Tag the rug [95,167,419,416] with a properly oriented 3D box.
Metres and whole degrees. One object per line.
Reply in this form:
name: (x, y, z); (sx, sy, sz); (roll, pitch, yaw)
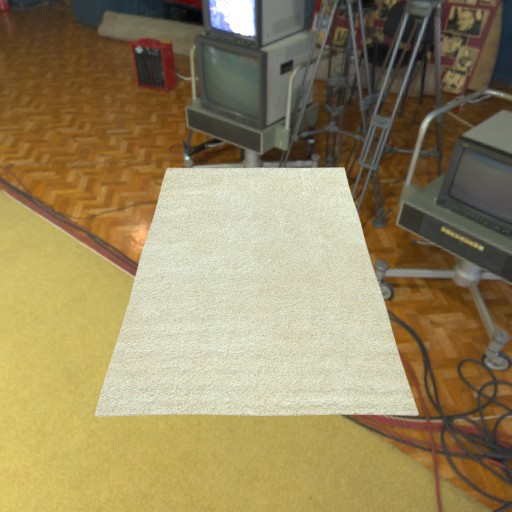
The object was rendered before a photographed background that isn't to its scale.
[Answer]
rug: (0.000, 0.000, 3.480); (1.800, 0.025, 2.699); (0, 41, 0)
